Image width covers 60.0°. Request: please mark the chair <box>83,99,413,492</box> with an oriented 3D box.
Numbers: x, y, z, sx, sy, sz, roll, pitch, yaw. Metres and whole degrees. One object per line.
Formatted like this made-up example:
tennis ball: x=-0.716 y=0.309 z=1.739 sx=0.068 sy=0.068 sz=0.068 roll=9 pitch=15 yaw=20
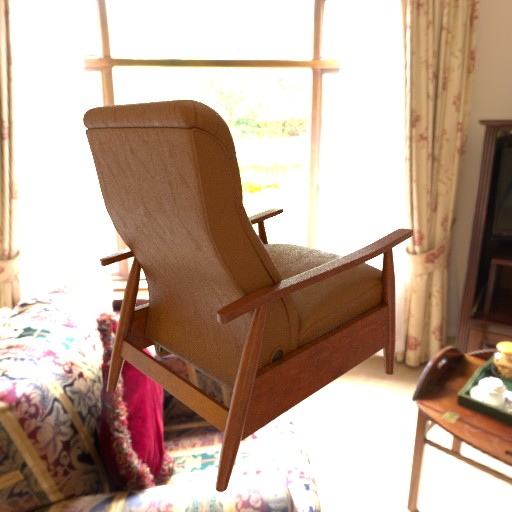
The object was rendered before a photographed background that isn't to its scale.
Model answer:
chair: x=0.000 y=0.000 z=1.709 sx=1.014 sy=1.082 sz=0.762 roll=-14 pitch=21 yaw=-41
